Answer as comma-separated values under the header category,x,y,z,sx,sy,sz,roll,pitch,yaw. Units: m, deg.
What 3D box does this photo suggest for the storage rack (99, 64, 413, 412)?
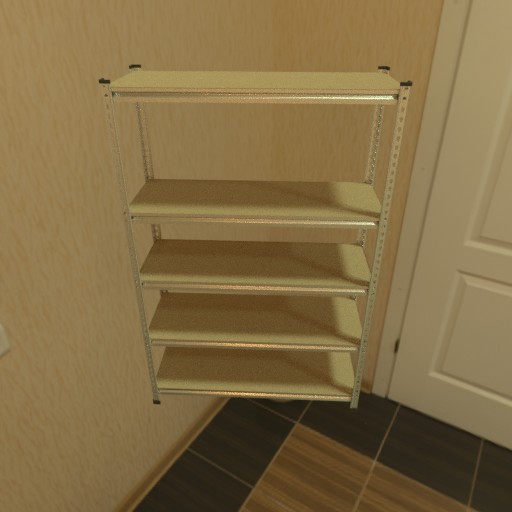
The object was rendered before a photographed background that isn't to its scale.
category,x,y,z,sx,sy,sz,roll,pitch,yaw
storage rack,0.000,0.000,2.367,1.219,1.829,0.457,1,30,2
